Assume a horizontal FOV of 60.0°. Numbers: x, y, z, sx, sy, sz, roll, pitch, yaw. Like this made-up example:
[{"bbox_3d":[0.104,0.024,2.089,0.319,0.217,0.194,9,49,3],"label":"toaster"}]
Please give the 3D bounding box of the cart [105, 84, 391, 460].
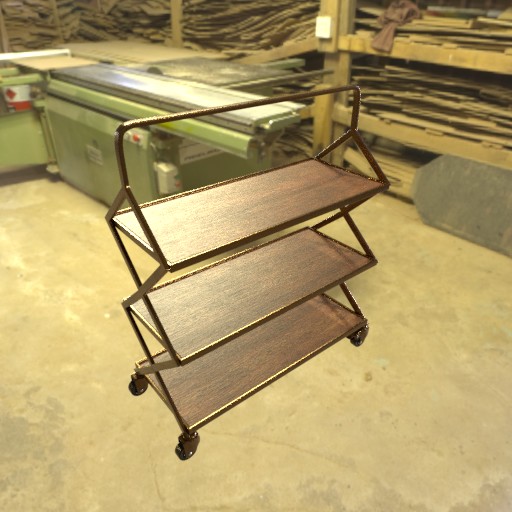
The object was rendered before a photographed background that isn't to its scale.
[{"bbox_3d":[0.000,0.000,1.194,0.723,0.805,0.313,-22,37,-33],"label":"cart"}]
